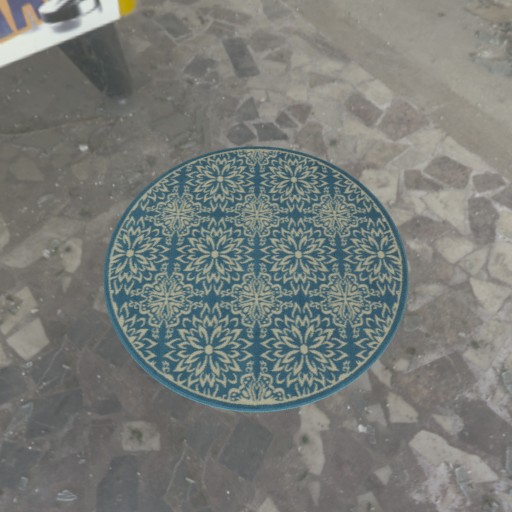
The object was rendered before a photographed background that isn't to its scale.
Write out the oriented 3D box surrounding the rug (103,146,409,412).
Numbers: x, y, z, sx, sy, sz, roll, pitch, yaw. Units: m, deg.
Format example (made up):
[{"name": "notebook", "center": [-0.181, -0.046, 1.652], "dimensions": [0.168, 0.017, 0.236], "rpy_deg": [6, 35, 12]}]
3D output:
[{"name": "rug", "center": [0.000, 0.000, 2.348], "dimensions": [1.593, 0.012, 1.593], "rpy_deg": [0, 59, 0]}]
